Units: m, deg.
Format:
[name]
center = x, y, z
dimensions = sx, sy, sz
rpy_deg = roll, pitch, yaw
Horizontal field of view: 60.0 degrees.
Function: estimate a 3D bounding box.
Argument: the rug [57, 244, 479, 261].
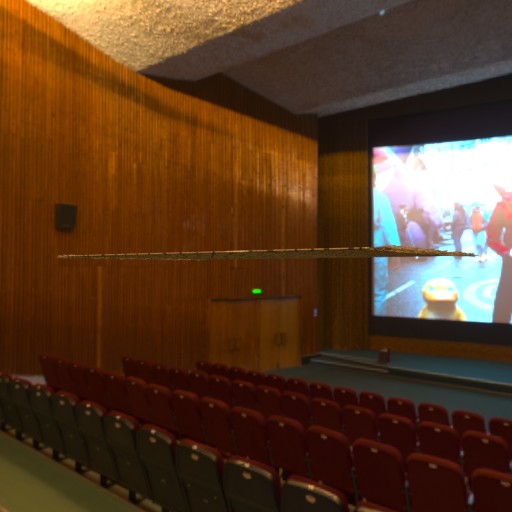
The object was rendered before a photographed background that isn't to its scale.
[rug]
center = 0.000, 0.000, 2.452
dimensions = 2.023, 0.028, 1.224
rpy_deg = -1, -2, 38
